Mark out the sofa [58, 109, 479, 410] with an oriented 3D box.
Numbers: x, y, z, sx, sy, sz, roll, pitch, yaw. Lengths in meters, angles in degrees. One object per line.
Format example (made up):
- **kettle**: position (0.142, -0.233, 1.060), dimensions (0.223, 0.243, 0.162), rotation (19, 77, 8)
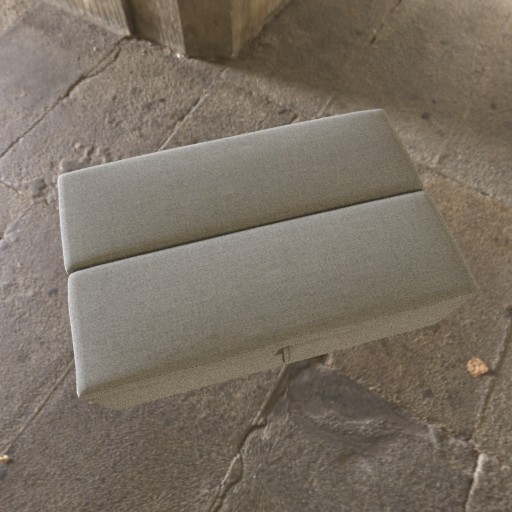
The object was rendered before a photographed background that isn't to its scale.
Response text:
- **sofa**: position (0.000, 0.000, 1.623), dimensions (1.250, 0.434, 0.817), rotation (-14, 65, -6)
